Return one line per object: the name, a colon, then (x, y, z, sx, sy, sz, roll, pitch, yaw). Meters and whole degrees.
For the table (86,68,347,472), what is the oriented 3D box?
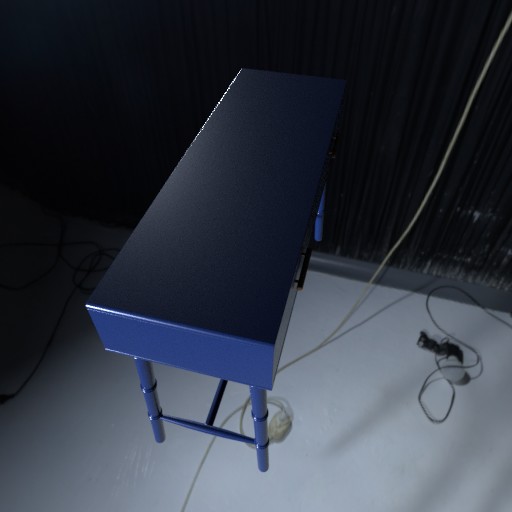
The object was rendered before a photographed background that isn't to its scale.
table: (0.000, 0.000, 1.476, 0.399, 0.749, 1.118, 11, 47, 10)
